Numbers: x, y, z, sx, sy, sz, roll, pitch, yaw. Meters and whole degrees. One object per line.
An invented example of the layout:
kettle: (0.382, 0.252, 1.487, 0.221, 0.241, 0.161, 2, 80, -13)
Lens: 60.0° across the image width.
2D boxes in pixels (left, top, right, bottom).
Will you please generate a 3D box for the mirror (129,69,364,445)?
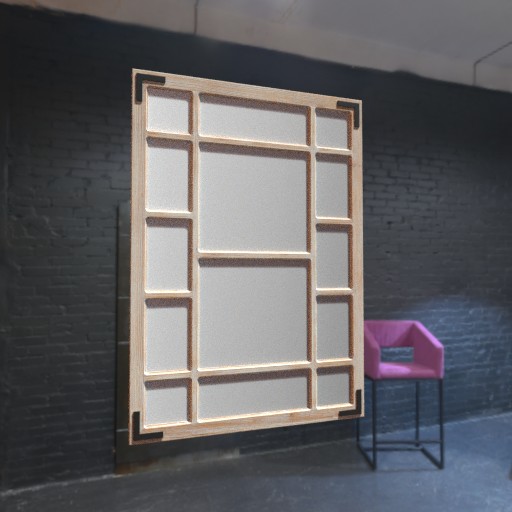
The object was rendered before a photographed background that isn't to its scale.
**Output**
mirror: (0.000, 0.000, 1.292, 0.705, 0.996, 0.025, 1, -2, -19)
